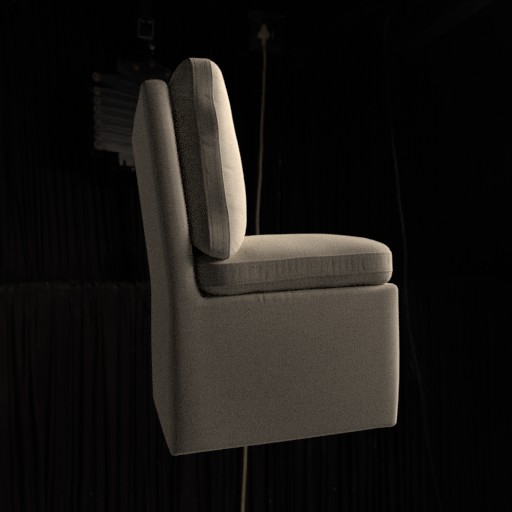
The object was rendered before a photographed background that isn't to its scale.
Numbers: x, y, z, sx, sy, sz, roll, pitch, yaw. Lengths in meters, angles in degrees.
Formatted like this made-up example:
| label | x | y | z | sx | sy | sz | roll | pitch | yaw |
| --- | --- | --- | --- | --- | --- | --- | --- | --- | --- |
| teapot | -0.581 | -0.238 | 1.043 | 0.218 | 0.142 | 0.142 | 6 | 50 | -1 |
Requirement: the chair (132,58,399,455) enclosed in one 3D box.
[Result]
| label | x | y | z | sx | sy | sz | roll | pitch | yaw |
| --- | --- | --- | --- | --- | --- | --- | --- | --- | --- |
| chair | 0.000 | 0.000 | 1.317 | 0.698 | 0.927 | 0.503 | 0 | 0 | -18 |
